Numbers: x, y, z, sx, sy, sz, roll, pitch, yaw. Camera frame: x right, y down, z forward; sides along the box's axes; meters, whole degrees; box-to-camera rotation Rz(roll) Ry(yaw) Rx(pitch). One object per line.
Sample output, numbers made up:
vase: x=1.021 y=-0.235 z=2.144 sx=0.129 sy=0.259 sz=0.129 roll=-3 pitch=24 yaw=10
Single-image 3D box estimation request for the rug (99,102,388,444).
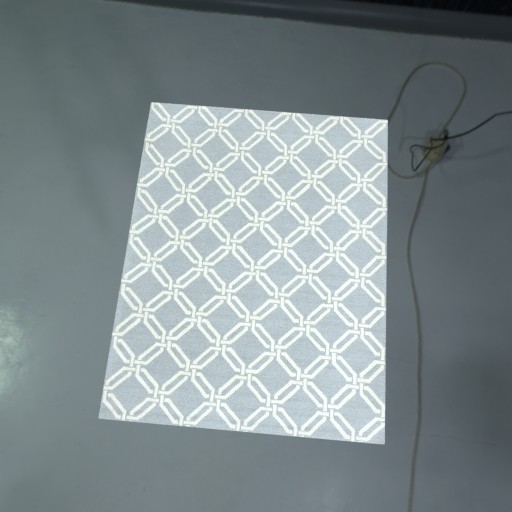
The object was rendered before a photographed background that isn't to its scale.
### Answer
rug: x=0.000 y=0.000 z=3.893 sx=2.288 sy=0.018 sz=2.895 roll=5 pitch=75 yaw=1
